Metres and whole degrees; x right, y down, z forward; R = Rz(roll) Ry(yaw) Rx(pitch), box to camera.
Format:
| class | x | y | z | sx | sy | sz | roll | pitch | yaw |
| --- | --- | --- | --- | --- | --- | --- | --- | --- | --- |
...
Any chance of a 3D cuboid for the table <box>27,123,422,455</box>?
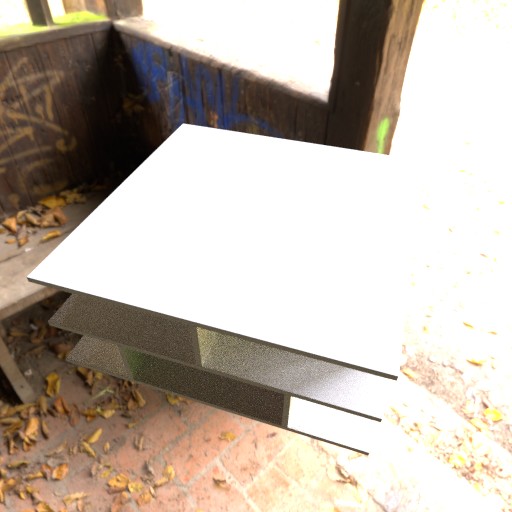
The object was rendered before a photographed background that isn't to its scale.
| class | x | y | z | sx | sy | sz | roll | pitch | yaw |
| --- | --- | --- | --- | --- | --- | --- | --- | --- | --- |
| table | 0.000 | 0.000 | 1.115 | 0.700 | 0.289 | 0.700 | 12 | 43 | 14 |
